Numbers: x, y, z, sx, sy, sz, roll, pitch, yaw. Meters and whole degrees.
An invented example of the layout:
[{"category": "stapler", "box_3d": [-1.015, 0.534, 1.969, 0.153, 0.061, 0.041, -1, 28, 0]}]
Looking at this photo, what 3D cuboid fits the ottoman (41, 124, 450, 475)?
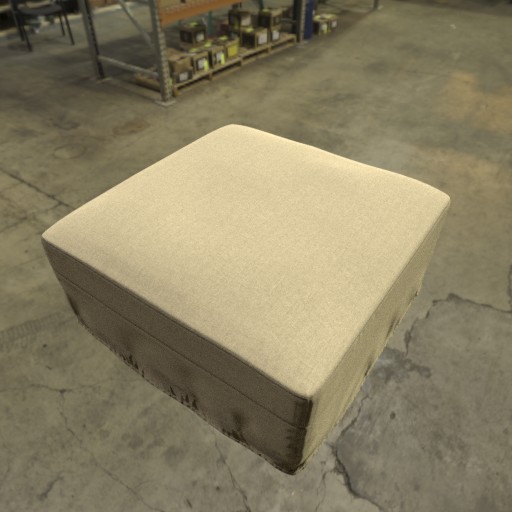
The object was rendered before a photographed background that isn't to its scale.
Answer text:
[{"category": "ottoman", "box_3d": [0.000, 0.000, 1.322, 0.843, 0.436, 0.840, 25, 47, 26]}]
